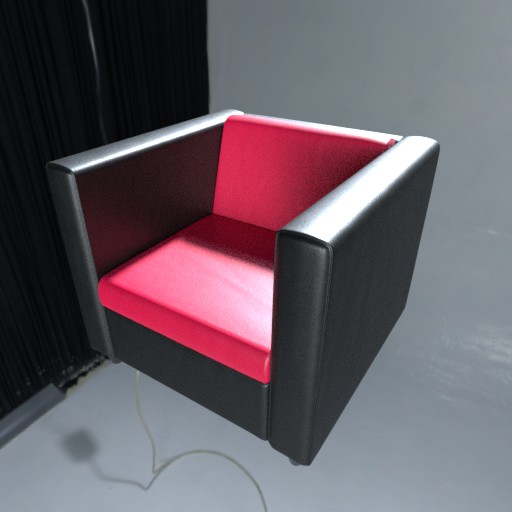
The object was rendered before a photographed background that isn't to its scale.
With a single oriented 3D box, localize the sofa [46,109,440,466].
[{"bbox_3d":[0.000,0.000,1.430,0.839,0.724,0.809,18,35,28],"label":"sofa"}]
